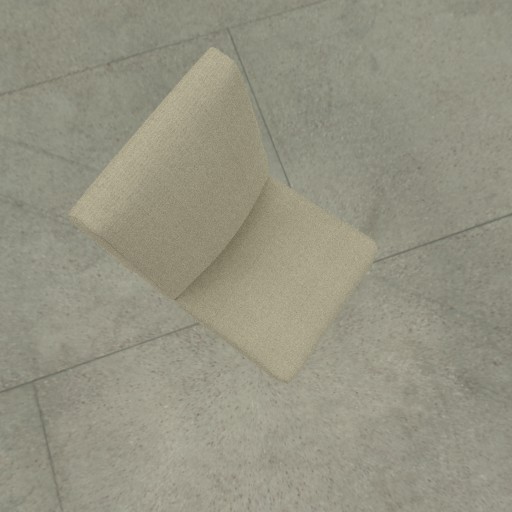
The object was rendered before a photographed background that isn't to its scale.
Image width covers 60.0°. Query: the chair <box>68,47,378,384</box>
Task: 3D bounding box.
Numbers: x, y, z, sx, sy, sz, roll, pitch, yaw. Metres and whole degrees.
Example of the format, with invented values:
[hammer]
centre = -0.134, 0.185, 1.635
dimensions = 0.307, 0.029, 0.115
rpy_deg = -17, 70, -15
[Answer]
[chair]
centre = 0.000, 0.000, 1.291
dimensions = 0.586, 0.911, 0.507
rpy_deg = 35, 79, 8
